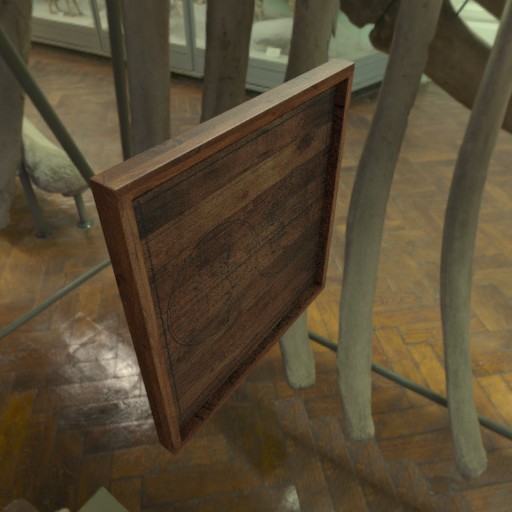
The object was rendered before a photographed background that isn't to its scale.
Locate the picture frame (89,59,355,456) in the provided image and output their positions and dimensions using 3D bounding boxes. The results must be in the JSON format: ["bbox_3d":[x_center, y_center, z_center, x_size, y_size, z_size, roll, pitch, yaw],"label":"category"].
[{"bbox_3d":[0.000,0.000,0.518,0.028,0.356,0.352,25,45,27],"label":"picture frame"}]
